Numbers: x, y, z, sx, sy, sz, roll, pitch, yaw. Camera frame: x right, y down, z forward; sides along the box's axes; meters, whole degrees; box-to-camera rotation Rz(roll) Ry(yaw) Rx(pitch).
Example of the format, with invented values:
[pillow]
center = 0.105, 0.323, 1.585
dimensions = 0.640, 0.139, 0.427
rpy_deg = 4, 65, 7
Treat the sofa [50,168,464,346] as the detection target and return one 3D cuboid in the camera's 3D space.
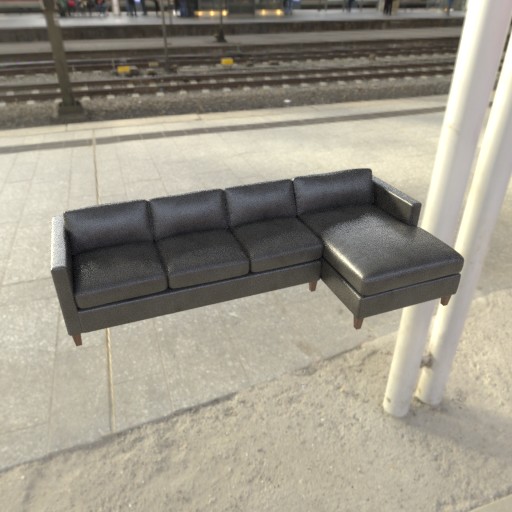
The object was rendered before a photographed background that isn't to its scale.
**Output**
[sofa]
center = 0.000, 0.000, 3.861
dimensions = 3.203, 0.883, 1.581
rpy_deg = -11, 32, -18
